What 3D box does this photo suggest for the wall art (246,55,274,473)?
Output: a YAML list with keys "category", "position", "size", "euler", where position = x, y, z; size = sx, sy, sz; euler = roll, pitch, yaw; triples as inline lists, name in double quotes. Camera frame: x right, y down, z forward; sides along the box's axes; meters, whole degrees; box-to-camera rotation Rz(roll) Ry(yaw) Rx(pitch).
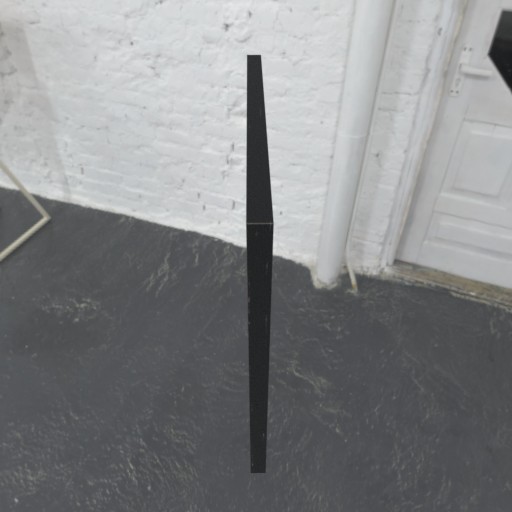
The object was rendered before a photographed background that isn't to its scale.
- category: "wall art"
  position: [0.000, 0.000, 1.137]
  size: [0.037, 0.761, 0.761]
  euler: [-1, 40, -1]
